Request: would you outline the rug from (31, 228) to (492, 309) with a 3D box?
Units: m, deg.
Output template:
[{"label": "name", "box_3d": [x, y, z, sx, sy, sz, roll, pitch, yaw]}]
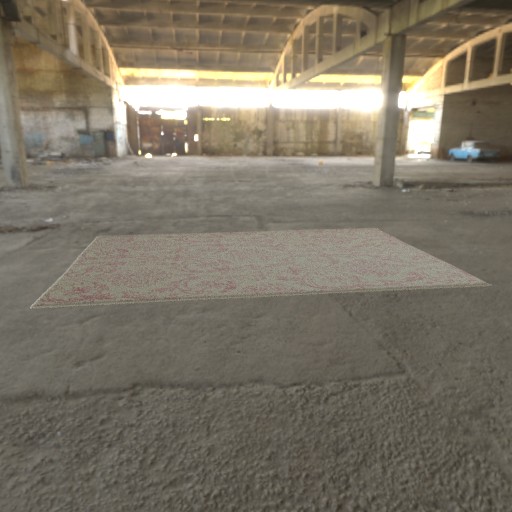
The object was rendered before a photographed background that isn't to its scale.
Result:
[{"label": "rug", "box_3d": [0.000, 0.000, 3.473, 2.746, 0.018, 1.819, -2, 15, -8]}]
